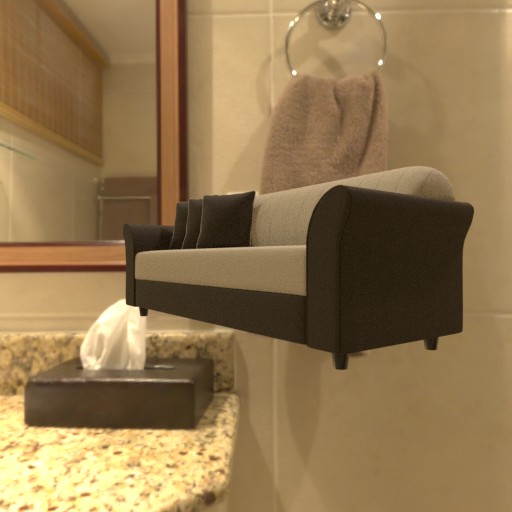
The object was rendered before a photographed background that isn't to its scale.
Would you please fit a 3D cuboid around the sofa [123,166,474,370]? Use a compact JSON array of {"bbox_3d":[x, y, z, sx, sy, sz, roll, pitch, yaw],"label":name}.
[{"bbox_3d":[0.000,0.000,2.397,0.755,0.787,2.001,0,0,-36],"label":"sofa"}]
